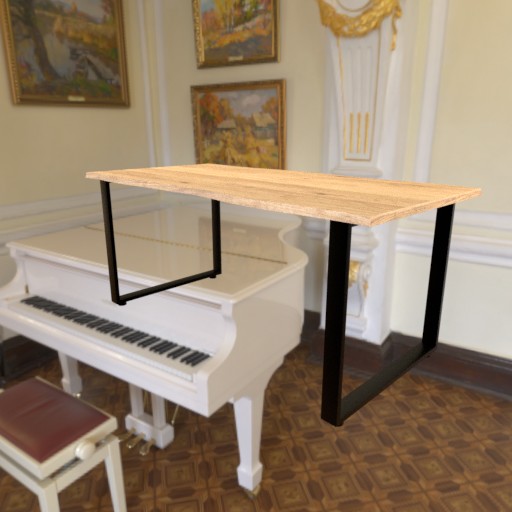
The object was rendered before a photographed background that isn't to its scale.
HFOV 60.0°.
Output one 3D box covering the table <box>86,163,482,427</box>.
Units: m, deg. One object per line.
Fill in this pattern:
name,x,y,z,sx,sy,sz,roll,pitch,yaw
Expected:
table,0.000,0.000,2.264,0.900,0.780,1.800,-15,22,-42
